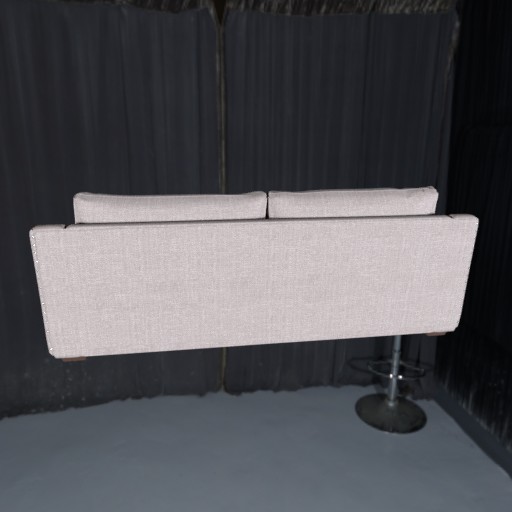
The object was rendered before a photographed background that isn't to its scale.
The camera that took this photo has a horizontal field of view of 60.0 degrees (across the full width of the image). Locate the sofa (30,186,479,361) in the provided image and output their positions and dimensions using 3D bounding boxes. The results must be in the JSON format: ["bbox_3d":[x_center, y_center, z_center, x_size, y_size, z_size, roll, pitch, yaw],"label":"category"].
[{"bbox_3d":[0.000,0.000,2.679,2.208,0.857,1.000,-2,14,-9],"label":"sofa"}]
